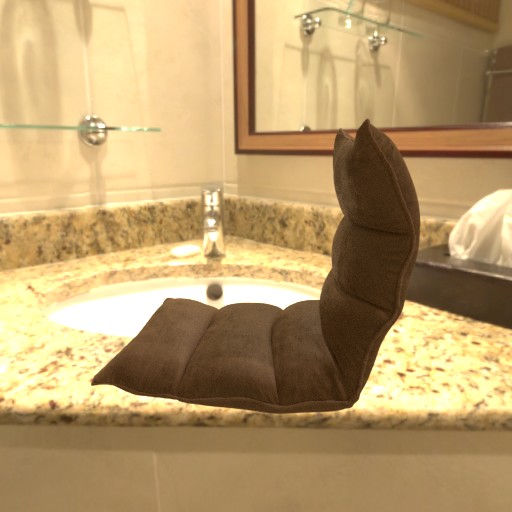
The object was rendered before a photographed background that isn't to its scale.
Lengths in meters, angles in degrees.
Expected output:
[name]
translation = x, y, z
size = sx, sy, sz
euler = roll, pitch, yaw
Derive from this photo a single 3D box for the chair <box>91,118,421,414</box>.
[chair]
translation = 0.000, 0.000, 1.573
size = 0.985, 0.892, 0.714
euler = 2, 14, 9
